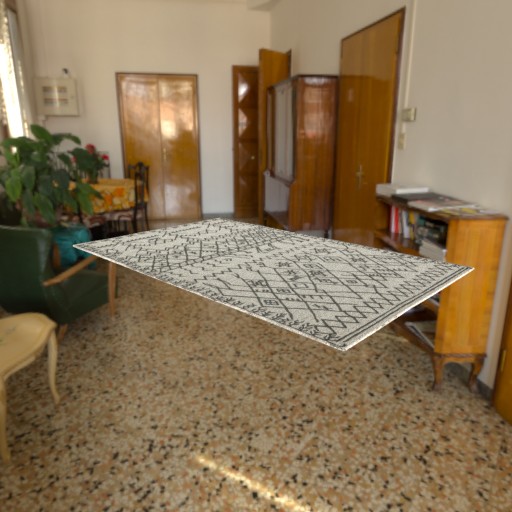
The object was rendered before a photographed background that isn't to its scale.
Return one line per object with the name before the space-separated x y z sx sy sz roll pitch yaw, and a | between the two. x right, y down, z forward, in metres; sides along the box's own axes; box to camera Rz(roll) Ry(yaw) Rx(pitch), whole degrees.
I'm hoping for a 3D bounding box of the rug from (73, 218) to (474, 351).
rug | 0.000 0.000 4.909 3.824 0.019 2.393 15 21 42
